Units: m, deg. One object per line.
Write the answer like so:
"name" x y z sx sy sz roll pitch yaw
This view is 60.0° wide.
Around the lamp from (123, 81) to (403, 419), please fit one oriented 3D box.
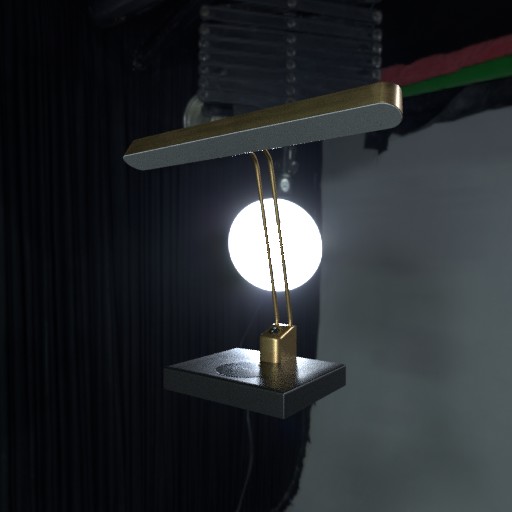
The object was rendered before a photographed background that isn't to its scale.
"lamp" 0.000 0.000 0.585 0.412 0.345 0.156 0 0 36
